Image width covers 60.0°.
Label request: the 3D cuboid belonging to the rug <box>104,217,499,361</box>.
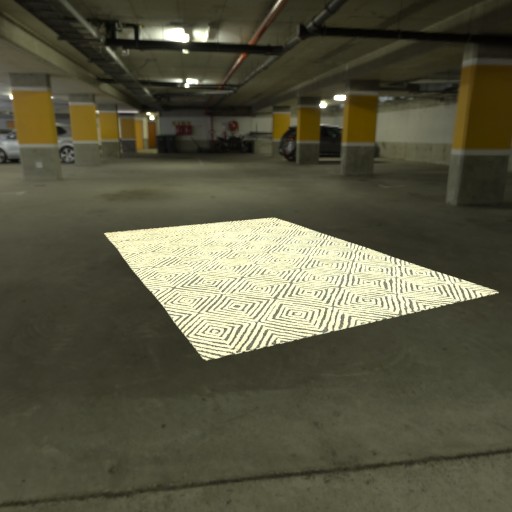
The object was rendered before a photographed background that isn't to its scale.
[{"bbox_3d":[0.000,0.000,2.164,1.177,0.004,1.750,-7,17,-26],"label":"rug"}]
